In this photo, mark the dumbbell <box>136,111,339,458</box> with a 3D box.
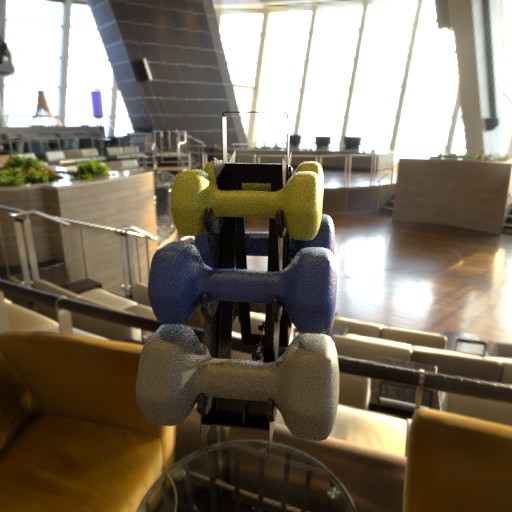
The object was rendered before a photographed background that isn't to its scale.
[{"bbox_3d":[0.000,0.000,0.688,0.261,0.426,0.416,3,17,9],"label":"dumbbell"}]
